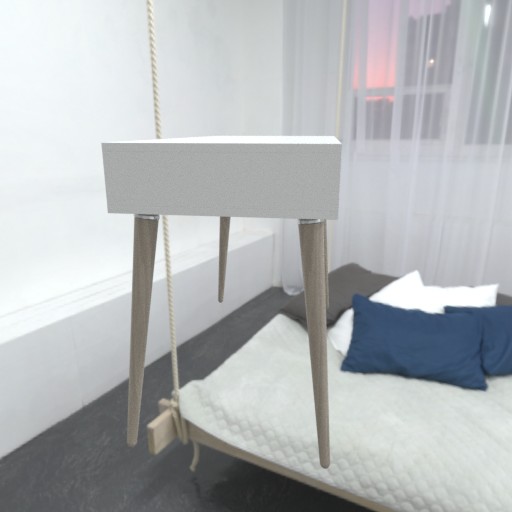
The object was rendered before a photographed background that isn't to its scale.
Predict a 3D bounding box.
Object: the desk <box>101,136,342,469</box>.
[{"bbox_3d":[0.000,0.000,1.408,0.491,0.723,0.979,2,16,8],"label":"desk"}]
